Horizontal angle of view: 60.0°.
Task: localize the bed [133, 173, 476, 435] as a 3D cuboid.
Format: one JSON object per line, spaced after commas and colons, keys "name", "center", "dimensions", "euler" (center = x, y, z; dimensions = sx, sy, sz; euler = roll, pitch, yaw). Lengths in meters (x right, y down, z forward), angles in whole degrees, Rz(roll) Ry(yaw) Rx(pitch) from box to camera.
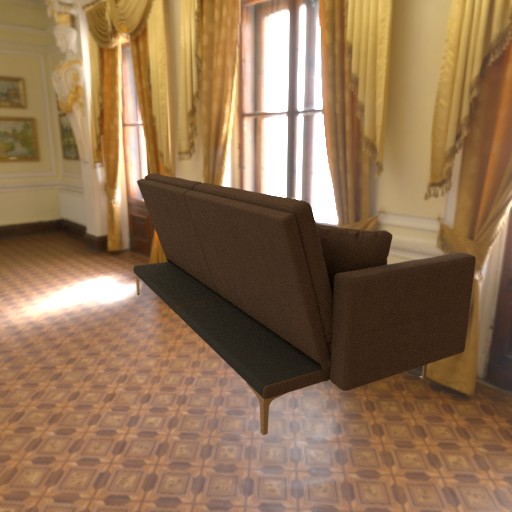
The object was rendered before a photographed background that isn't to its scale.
{"name": "bed", "center": [0.000, 0.000, 2.323], "dimensions": [0.889, 0.787, 1.905], "euler": [-8, 16, -28]}
